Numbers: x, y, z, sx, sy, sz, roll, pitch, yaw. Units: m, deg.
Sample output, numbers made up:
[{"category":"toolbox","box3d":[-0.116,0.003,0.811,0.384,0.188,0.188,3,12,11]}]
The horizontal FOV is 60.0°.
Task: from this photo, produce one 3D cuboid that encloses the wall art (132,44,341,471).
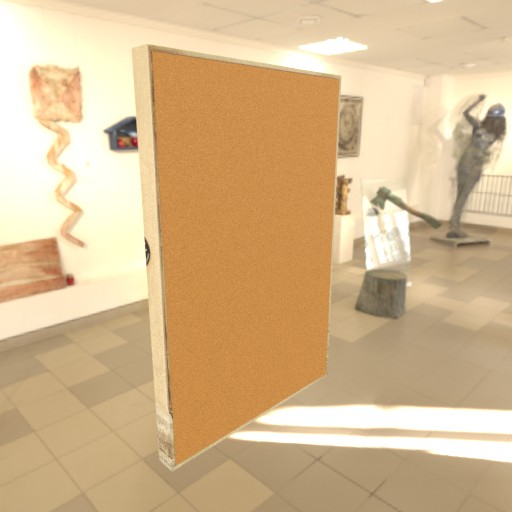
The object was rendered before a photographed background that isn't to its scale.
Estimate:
[{"category":"wall art","box3d":[0.000,0.000,0.757,0.036,0.607,0.403,15,21,43]}]
